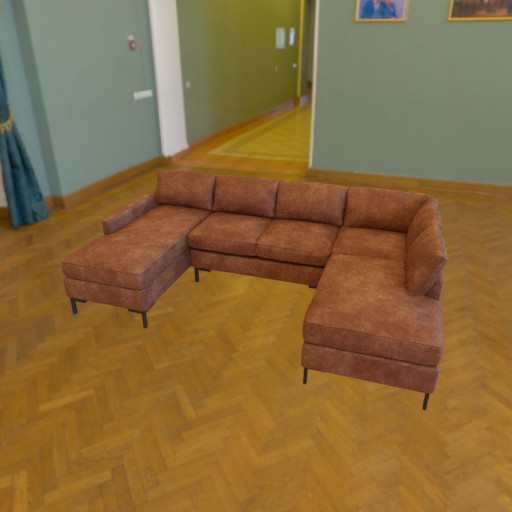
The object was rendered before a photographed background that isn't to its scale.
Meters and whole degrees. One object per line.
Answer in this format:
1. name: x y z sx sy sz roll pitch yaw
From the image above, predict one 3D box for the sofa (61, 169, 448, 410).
1. sofa: 0.000 0.000 3.843 2.956 0.900 1.939 8 27 16
